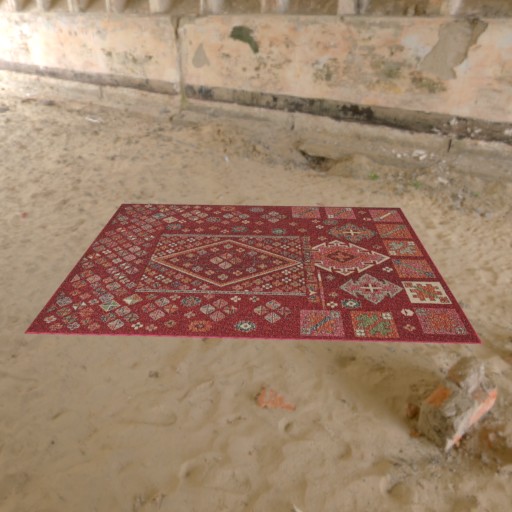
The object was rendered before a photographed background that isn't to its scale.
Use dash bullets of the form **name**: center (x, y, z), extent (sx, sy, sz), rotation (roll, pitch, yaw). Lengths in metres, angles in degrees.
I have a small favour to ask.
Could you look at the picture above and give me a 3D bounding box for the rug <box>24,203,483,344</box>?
- **rug**: center (0.000, 0.000, 4.223), extent (3.306, 0.011, 2.389), rotation (1, 30, 2)
